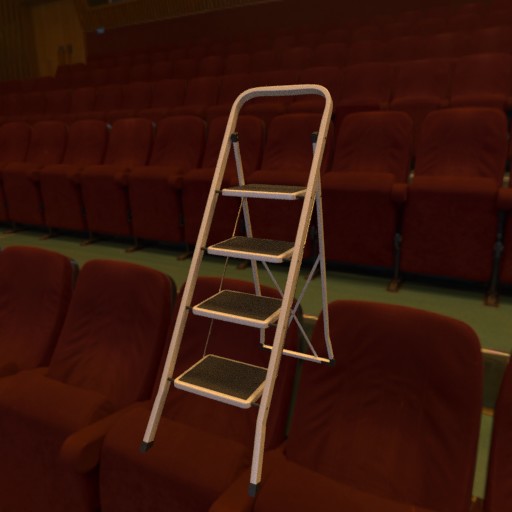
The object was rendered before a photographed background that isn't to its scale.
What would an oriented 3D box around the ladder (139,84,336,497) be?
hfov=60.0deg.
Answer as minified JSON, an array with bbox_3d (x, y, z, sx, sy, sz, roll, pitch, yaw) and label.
[{"bbox_3d":[0.000,0.000,1.693,0.460,1.265,0.914,8,17,26],"label":"ladder"}]
